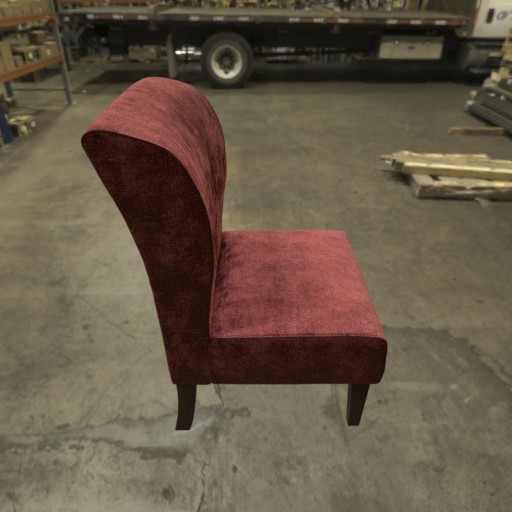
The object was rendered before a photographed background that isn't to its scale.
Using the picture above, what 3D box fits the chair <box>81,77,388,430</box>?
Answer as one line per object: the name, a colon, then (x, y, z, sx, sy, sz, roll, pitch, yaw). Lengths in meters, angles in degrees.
chair: (0.000, 0.000, 1.209, 0.640, 0.846, 0.538, 0, 32, 0)
